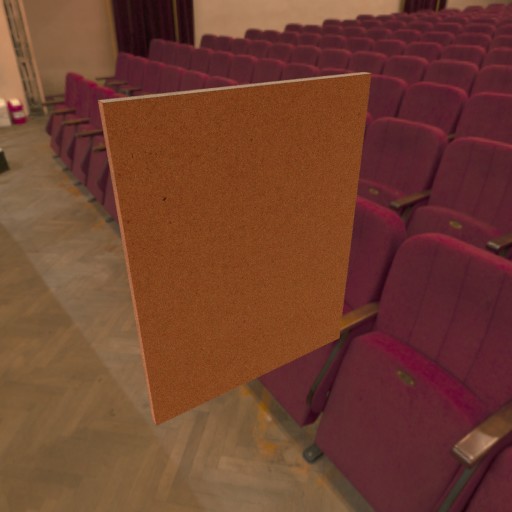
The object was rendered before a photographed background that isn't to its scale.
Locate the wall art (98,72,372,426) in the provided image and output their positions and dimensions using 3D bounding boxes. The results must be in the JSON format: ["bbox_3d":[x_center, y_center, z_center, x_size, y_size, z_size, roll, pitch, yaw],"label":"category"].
[{"bbox_3d":[0.000,0.000,0.841,0.481,0.613,0.020,-18,35,-28],"label":"wall art"}]
